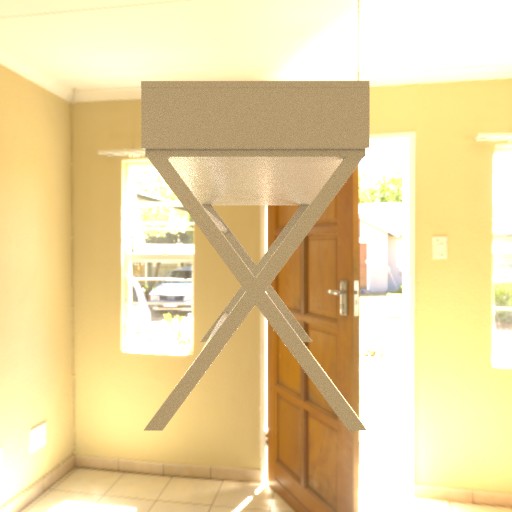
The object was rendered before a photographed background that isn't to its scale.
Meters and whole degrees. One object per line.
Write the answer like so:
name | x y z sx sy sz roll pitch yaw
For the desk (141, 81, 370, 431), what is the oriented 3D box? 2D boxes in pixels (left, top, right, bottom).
desk | 0.000 0.000 1.508 0.509 0.780 1.059 0 0 0
